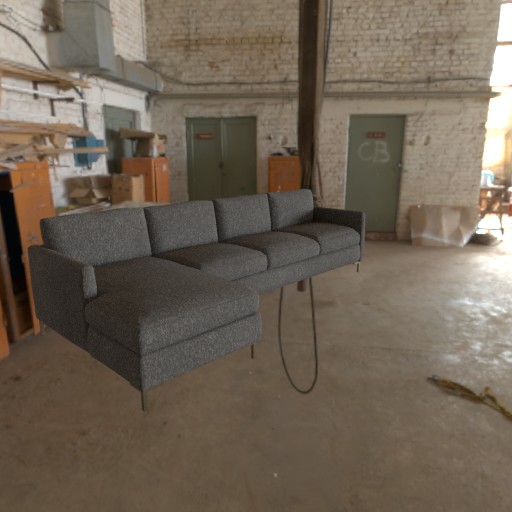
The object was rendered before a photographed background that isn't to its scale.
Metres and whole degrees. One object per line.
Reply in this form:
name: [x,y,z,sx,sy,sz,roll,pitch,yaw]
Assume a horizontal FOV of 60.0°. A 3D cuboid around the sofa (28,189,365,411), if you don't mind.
sofa: [0.000,0.000,3.447,1.350,0.810,2.932,13,19,42]
